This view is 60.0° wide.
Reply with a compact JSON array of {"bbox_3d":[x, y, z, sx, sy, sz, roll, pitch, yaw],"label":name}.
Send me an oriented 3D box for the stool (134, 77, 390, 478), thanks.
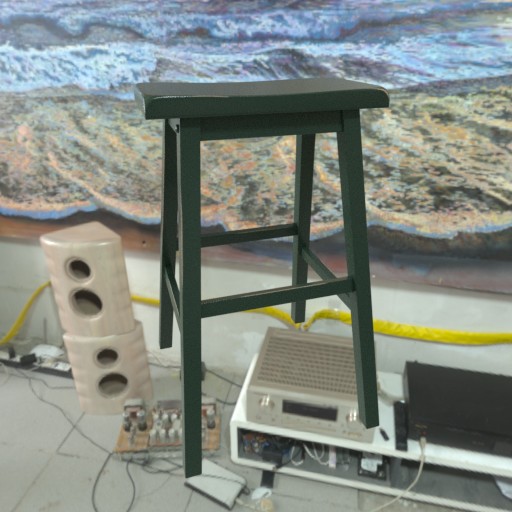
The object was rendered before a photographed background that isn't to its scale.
[{"bbox_3d":[0.000,0.000,1.018,0.457,0.737,0.476,-8,28,-16],"label":"stool"}]
